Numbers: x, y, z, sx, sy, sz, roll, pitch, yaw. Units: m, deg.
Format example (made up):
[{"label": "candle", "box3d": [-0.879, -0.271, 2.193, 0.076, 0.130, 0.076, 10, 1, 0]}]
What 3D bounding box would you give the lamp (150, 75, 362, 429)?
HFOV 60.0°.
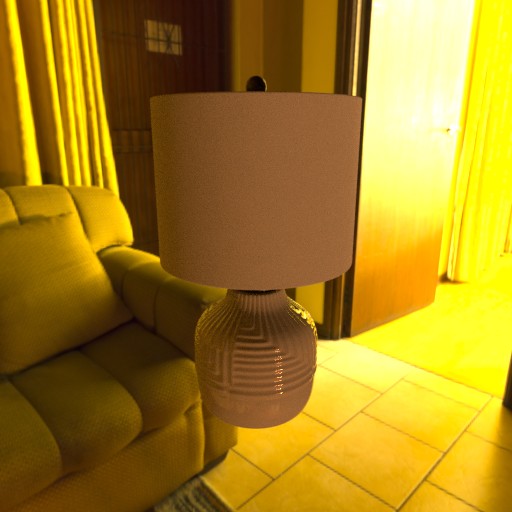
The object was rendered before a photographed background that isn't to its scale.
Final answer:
[{"label": "lamp", "box3d": [0.000, 0.000, 0.749, 0.318, 0.567, 0.318, 0, 16, 0]}]
